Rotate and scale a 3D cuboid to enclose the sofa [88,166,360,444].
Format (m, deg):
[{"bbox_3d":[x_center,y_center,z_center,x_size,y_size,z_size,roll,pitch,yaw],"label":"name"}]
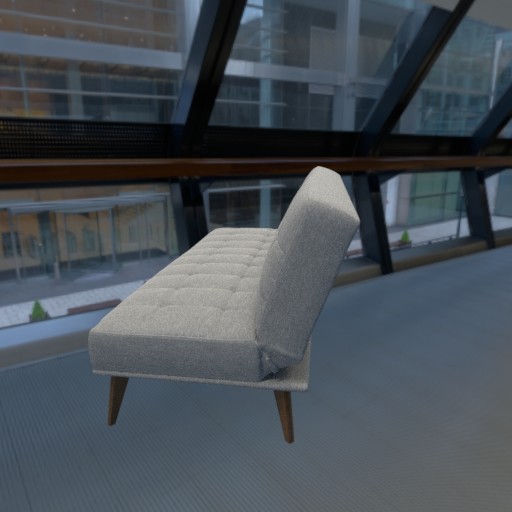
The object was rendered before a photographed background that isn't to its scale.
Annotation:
[{"bbox_3d":[0.000,0.000,2.230,0.860,0.810,1.800,2,15,8],"label":"sofa"}]
